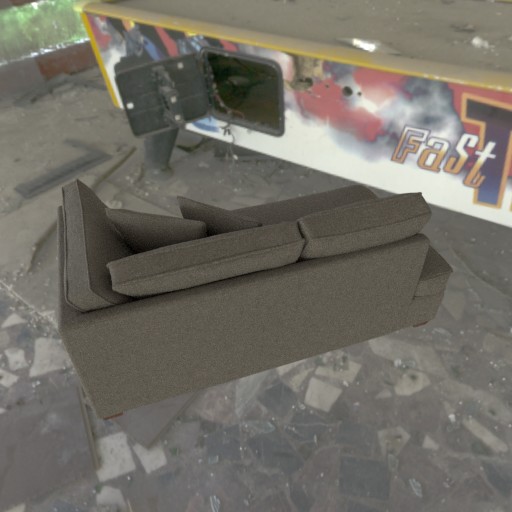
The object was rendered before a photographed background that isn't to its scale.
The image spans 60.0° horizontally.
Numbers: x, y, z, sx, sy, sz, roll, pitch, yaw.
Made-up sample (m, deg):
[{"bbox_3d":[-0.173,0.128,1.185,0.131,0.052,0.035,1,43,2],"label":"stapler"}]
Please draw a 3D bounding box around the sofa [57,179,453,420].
[{"bbox_3d":[0.000,0.000,2.819,2.237,1.033,1.110,-13,42,-15],"label":"sofa"}]
